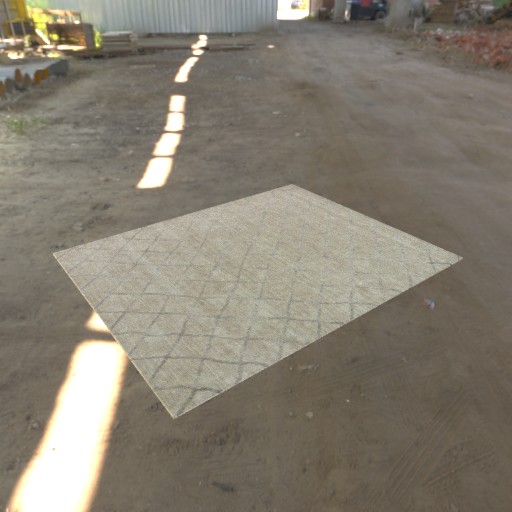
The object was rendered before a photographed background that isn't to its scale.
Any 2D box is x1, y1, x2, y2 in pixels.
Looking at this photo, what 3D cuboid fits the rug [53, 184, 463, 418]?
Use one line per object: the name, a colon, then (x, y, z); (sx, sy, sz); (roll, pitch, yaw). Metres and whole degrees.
rug: (0.000, 0.000, 4.196); (3.038, 0.019, 2.420); (-21, 36, -32)
